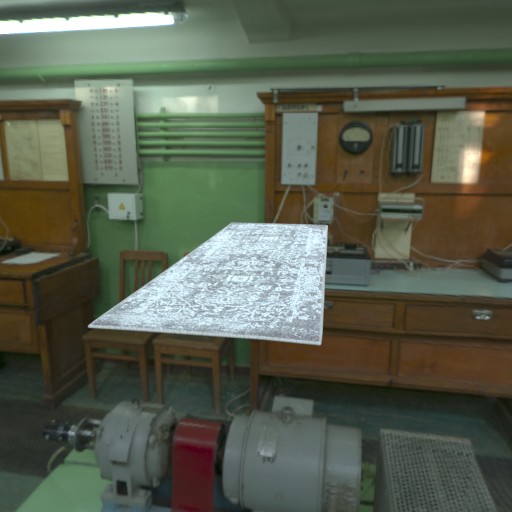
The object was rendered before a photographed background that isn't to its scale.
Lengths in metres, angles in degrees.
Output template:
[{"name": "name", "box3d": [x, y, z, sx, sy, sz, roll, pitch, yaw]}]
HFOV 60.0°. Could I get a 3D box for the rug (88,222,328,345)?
[{"name": "rug", "box3d": [0.000, 0.000, 2.717, 0.855, 0.017, 2.452, 2, 13, 9]}]
